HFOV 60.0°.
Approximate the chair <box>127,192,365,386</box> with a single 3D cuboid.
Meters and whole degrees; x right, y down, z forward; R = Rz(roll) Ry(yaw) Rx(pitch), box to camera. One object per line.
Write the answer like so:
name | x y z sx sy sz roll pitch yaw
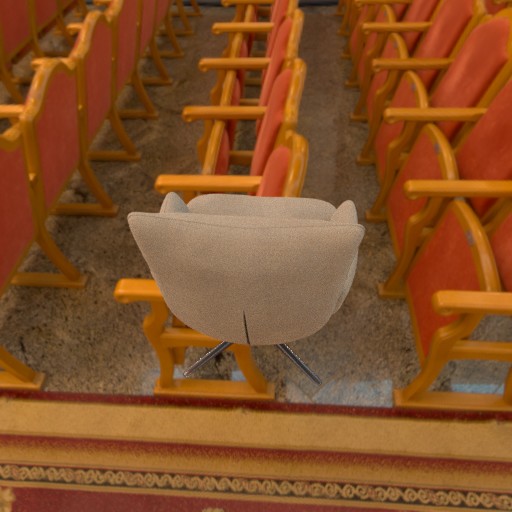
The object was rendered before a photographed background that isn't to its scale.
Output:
chair | 0.000 0.000 1.607 0.711 1.016 0.889 3 46 3
